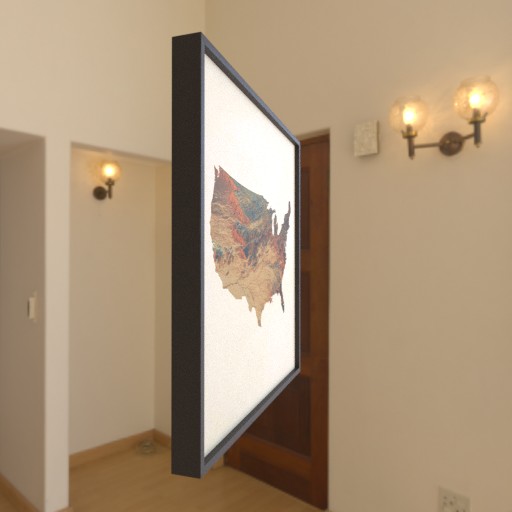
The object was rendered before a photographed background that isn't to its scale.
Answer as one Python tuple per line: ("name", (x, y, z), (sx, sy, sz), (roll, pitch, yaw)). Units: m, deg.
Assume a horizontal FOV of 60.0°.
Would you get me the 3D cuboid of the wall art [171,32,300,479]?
("wall art", (0.000, 0.000, 0.748), (0.038, 0.507, 0.507), (0, 0, 18))
